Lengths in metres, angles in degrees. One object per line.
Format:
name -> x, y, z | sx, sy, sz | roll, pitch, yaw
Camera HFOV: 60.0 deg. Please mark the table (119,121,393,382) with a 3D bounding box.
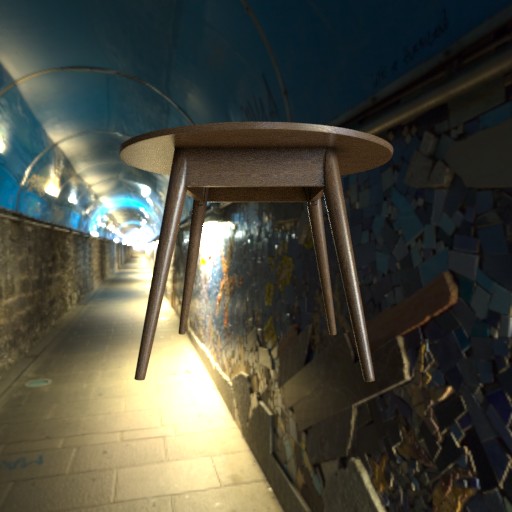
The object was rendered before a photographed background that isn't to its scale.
table -> 0.000, 0.000, 1.789 | 1.053, 0.786, 1.053 | 0, 1, 0
